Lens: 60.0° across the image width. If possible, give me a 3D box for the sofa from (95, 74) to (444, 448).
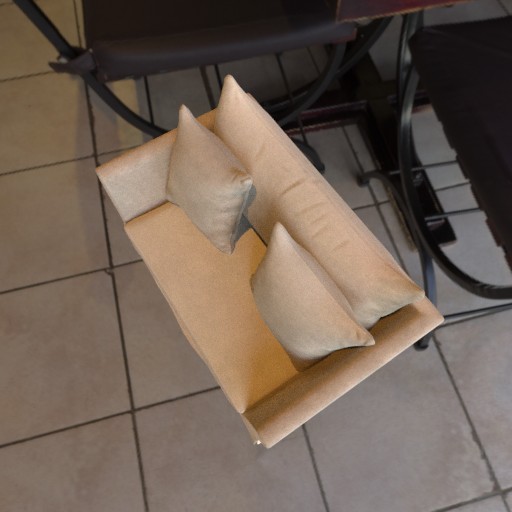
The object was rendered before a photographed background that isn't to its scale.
[{"bbox_3d":[0.000,0.000,2.324,1.035,1.040,1.608,-31,69,-13],"label":"sofa"}]
